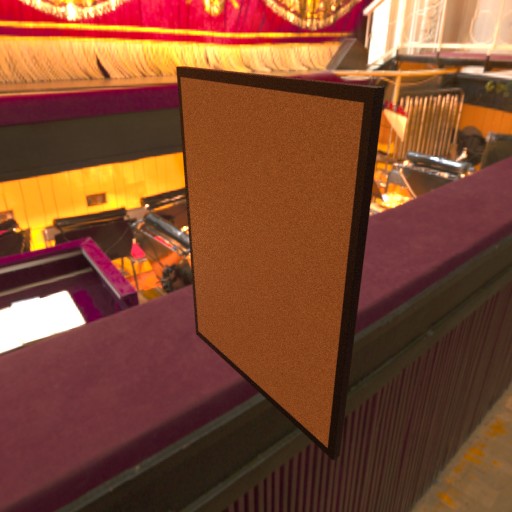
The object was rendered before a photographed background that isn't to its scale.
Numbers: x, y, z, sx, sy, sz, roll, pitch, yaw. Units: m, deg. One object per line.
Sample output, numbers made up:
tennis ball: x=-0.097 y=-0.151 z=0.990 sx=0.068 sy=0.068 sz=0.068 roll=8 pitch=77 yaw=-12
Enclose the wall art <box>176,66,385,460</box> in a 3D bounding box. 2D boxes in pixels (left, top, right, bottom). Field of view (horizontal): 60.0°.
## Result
wall art: x=0.000 y=0.000 z=1.350 sx=0.030 sy=1.027 sz=0.774 roll=-19 pitch=32 yaw=-33
